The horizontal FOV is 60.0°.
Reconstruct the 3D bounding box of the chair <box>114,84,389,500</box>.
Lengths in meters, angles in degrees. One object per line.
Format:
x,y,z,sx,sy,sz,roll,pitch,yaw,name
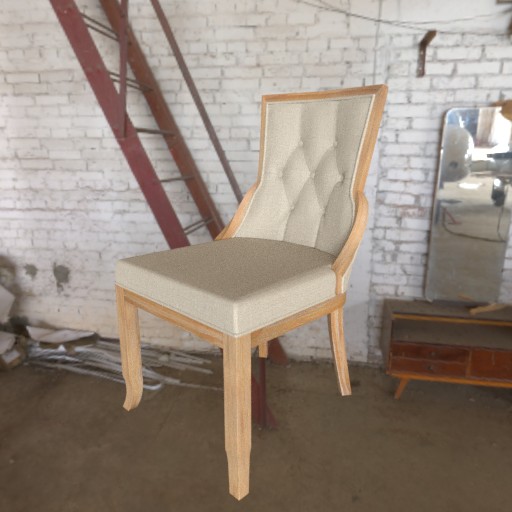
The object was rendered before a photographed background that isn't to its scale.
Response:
0.000,0.000,1.292,0.524,0.947,0.641,14,20,43,chair
